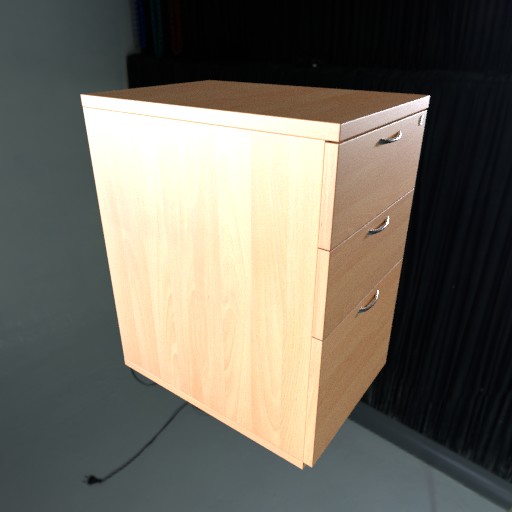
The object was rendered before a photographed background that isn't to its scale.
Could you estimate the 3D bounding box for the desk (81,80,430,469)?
[{"bbox_3d":[0.000,0.000,1.062,0.600,0.730,0.404,18,31,32],"label":"desk"}]
